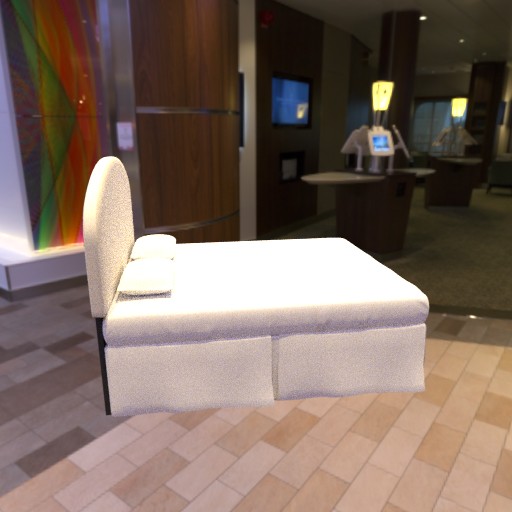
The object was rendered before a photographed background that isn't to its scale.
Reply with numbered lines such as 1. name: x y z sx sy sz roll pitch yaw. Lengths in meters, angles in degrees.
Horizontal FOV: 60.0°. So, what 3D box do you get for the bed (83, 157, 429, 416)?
1. bed: 0.000 0.000 3.188 2.005 1.410 1.607 -3 16 -9
